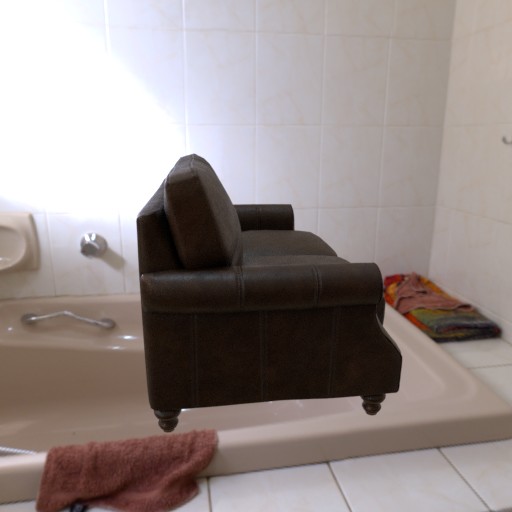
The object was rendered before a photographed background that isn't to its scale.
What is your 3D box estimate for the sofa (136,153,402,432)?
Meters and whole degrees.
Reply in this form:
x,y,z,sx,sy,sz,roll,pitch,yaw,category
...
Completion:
x,y,z,sx,sy,sz,roll,pitch,yaw,category
0.000,0.000,2.249,0.990,0.976,1.616,-2,15,-7,sofa
